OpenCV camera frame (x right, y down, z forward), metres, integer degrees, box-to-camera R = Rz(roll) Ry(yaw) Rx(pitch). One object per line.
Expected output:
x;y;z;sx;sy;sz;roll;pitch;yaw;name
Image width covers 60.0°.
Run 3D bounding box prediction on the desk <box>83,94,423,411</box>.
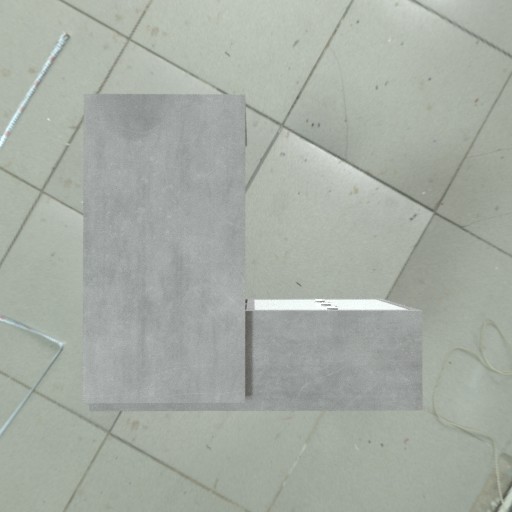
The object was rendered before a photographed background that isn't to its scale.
0.000;0.000;2.291;1.500;0.740;1.400;0;89;0;desk
